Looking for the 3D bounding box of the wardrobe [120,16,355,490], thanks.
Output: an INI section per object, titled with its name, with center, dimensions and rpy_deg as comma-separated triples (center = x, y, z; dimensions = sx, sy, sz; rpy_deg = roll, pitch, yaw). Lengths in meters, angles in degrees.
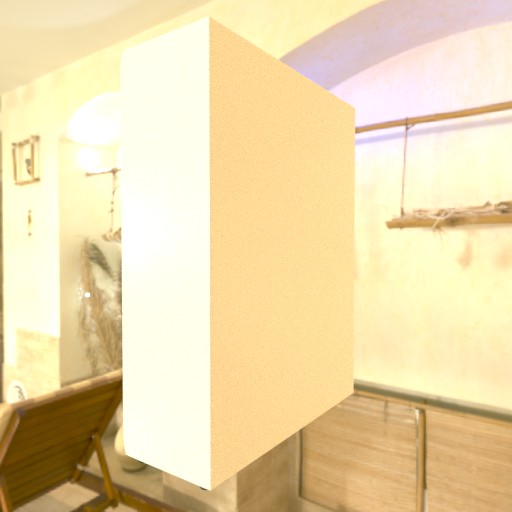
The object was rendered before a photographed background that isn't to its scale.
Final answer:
[wardrobe]
center = 0.000, 0.000, 1.571
dimensions = 0.360, 1.200, 0.900
rpy_deg = 1, 2, 35
